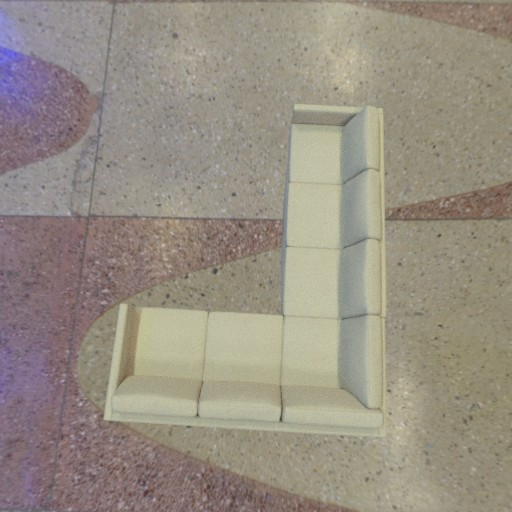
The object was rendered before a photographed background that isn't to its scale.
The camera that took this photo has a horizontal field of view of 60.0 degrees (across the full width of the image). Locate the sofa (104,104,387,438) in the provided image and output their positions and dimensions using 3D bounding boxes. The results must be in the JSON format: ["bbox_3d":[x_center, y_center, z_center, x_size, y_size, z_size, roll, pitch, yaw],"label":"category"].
[{"bbox_3d":[0.000,0.000,4.392,2.432,0.871,3.182,3,75,1],"label":"sofa"}]
